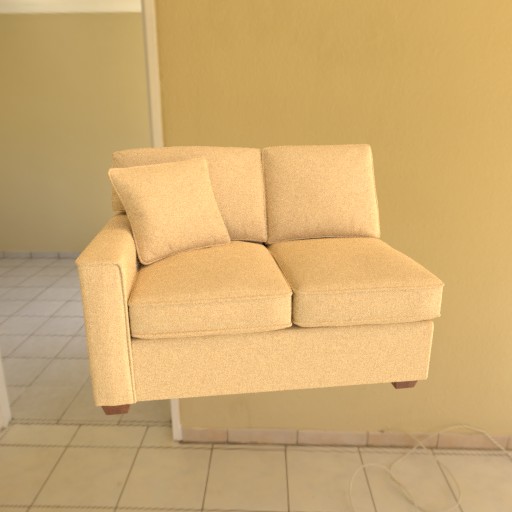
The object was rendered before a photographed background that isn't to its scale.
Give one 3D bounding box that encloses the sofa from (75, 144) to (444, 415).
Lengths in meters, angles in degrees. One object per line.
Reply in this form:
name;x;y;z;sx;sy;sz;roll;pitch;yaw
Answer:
sofa;0.000;0.000;2.087;1.388;0.989;0.991;-2;17;-8
